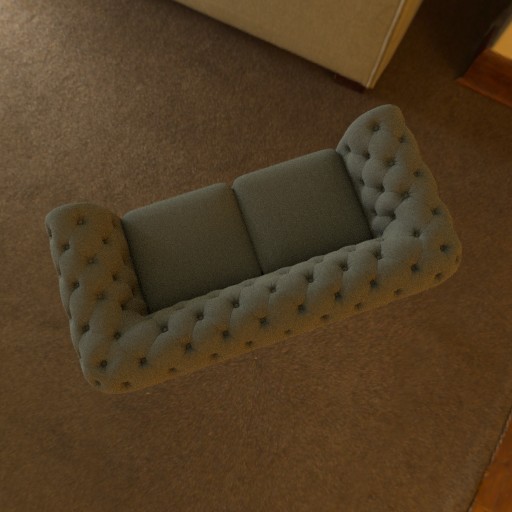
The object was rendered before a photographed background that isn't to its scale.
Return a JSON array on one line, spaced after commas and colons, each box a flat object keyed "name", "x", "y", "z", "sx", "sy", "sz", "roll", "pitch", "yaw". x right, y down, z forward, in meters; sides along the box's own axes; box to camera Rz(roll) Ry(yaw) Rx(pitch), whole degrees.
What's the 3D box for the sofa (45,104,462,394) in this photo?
[{"name": "sofa", "x": 0.000, "y": 0.000, "z": 2.499, "sx": 1.998, "sy": 0.764, "sz": 0.986, "roll": -18, "pitch": 78, "yaw": -4}]
